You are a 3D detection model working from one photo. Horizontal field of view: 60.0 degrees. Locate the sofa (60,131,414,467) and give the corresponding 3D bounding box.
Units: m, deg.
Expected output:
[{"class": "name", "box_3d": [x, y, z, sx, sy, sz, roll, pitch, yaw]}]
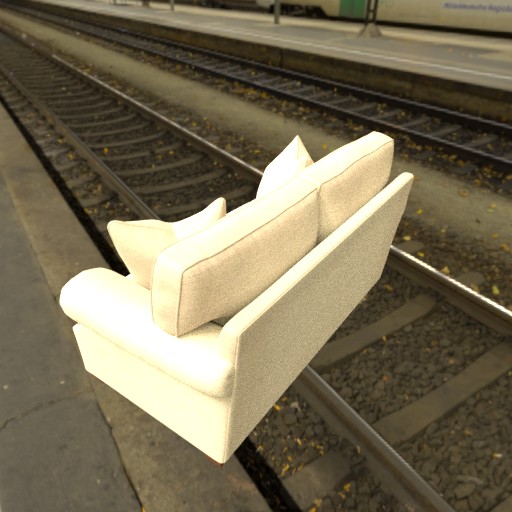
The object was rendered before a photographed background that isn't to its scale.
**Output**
[{"class": "sofa", "box_3d": [0.000, 0.000, 2.202, 0.966, 0.966, 1.701, 21, 38, 30]}]
